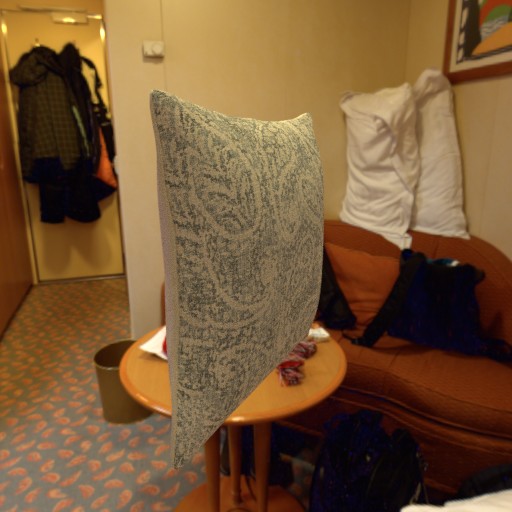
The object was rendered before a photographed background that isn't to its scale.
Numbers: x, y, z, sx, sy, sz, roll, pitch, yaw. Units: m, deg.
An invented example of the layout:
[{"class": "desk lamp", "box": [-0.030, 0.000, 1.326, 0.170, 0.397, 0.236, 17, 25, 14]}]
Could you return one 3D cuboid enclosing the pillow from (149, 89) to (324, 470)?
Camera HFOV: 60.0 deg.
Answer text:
[{"class": "pillow", "box": [0.000, 0.000, 0.785, 0.166, 0.510, 0.523, 7, 16, 26]}]
